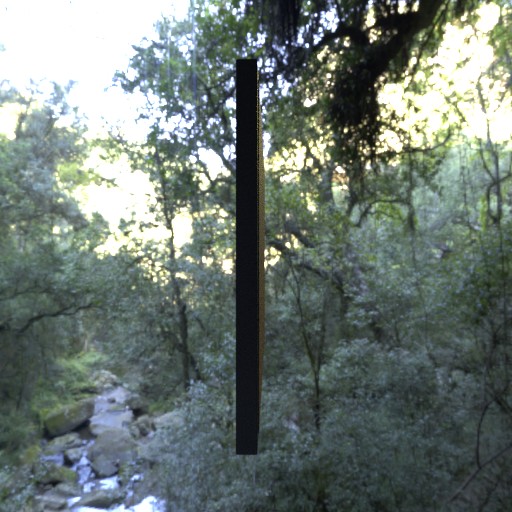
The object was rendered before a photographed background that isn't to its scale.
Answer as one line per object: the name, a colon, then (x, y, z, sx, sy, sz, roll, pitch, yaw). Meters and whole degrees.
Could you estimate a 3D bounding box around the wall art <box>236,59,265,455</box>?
wall art: (0.000, 0.000, 0.840, 0.027, 0.458, 0.657, 0, 0, 2)
